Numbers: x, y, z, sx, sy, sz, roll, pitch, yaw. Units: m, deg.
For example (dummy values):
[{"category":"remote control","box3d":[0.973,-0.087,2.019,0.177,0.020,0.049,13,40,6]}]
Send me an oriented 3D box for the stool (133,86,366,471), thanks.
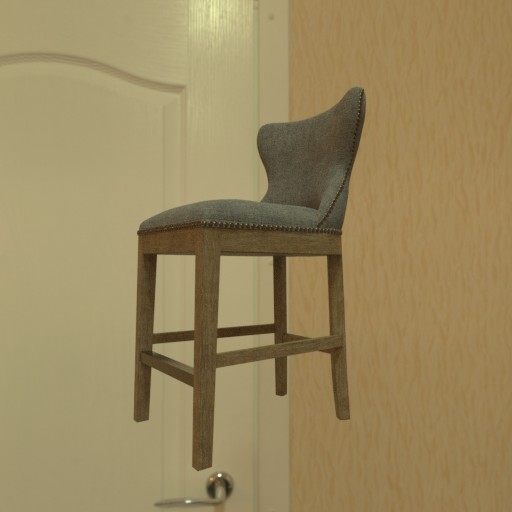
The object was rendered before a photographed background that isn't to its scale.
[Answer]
[{"category":"stool","box3d":[0.000,0.000,1.338,0.608,0.981,0.498,1,-1,-36]}]
